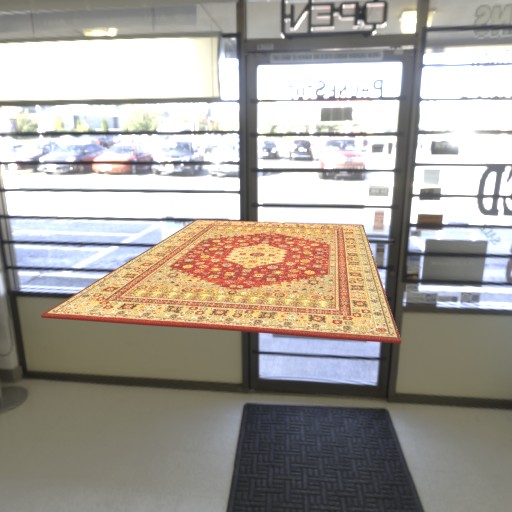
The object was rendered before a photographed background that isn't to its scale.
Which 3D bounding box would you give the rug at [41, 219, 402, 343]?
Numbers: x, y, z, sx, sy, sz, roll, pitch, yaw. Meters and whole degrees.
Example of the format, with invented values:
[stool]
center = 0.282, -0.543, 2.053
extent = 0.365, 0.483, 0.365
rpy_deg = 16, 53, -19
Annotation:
[rug]
center = 0.000, 0.000, 2.284
extent = 1.194, 0.013, 1.802
rpy_deg = 3, 15, 9
